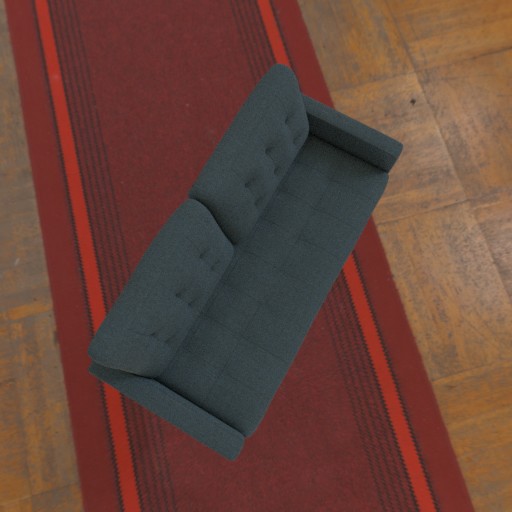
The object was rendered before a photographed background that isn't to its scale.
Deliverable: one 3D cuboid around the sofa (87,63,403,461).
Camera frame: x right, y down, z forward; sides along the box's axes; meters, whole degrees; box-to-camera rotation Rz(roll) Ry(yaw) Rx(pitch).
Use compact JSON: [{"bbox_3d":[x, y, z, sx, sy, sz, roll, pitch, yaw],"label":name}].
[{"bbox_3d":[0.000,0.000,2.591,0.966,1.050,2.010,29,77,7],"label":"sofa"}]
